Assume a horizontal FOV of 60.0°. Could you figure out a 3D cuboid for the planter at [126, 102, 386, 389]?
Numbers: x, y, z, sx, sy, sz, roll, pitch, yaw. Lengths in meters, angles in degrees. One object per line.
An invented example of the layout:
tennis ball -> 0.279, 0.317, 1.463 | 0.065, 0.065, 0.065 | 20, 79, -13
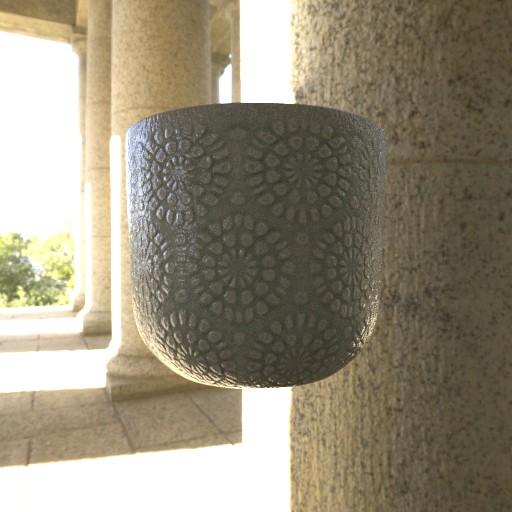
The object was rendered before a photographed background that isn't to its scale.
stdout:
planter -> 0.000, 0.000, 0.301 | 0.169, 0.153, 0.169 | 0, 1, 0
